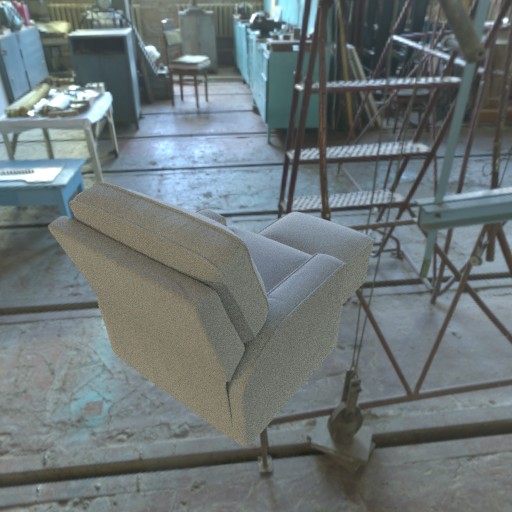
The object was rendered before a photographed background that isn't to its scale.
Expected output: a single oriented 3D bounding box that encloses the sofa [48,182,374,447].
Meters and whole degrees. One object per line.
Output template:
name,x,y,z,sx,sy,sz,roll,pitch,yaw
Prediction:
sofa,0.000,0.000,2.059,0.861,0.959,1.472,23,39,31
